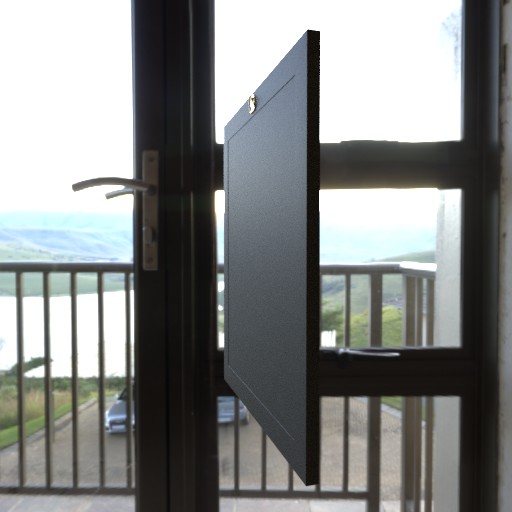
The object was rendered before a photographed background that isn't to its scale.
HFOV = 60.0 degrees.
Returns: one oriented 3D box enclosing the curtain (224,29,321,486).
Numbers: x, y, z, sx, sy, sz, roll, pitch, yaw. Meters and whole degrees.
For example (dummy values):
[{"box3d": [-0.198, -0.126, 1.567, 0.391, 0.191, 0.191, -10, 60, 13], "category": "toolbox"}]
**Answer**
[{"box3d": [0.000, 0.000, 0.799, 0.027, 0.585, 0.483, 0, 1, -17], "category": "curtain"}]
